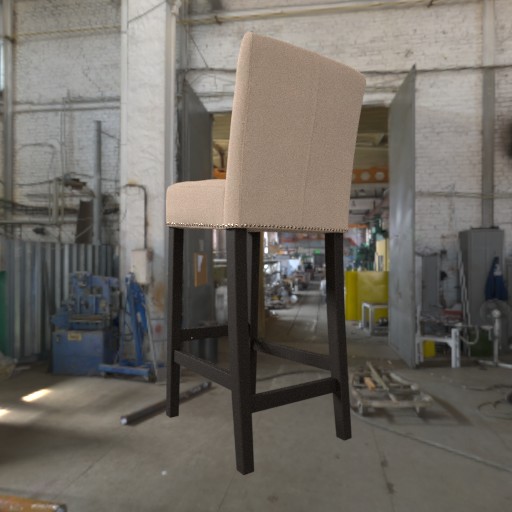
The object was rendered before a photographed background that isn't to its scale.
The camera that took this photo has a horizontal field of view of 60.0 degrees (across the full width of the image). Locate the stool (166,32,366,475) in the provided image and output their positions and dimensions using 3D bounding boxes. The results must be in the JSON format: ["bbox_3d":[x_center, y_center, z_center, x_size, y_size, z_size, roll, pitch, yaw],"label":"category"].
[{"bbox_3d":[0.000,0.000,1.334,0.411,1.047,0.548,0,0,-36],"label":"stool"}]
